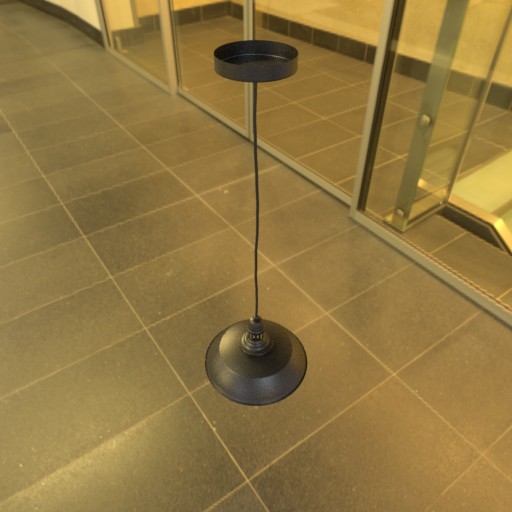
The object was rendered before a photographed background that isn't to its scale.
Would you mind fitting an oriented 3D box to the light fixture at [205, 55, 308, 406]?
[{"bbox_3d":[0.000,0.000,1.141,0.331,0.993,0.331,25,47,26],"label":"light fixture"}]
